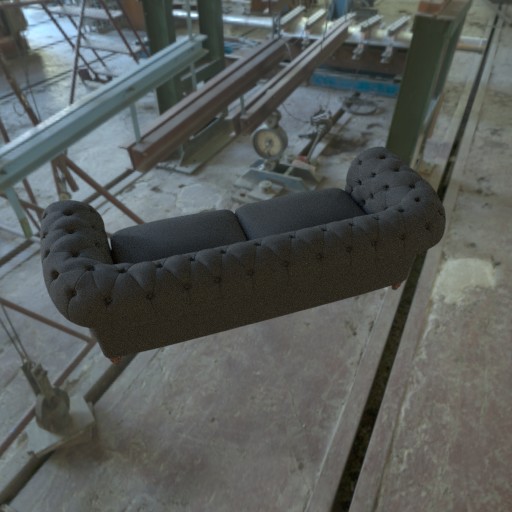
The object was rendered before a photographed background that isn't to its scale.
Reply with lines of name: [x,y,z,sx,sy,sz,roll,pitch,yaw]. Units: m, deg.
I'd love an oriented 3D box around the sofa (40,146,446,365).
sofa: [0.000,0.000,2.741,2.362,0.762,0.991,-13,42,-15]
